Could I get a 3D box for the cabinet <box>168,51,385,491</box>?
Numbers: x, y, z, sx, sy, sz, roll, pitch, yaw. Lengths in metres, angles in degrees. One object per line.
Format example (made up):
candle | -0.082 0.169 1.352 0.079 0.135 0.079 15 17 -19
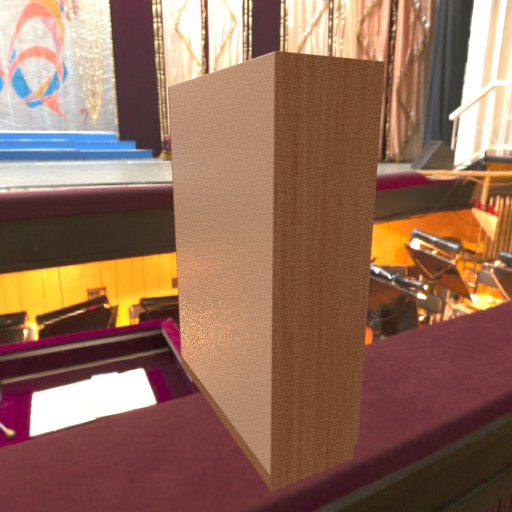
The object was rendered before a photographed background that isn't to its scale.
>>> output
cabinet | 0.000 0.000 2.808 0.590 2.120 1.500 -8 17 -26
